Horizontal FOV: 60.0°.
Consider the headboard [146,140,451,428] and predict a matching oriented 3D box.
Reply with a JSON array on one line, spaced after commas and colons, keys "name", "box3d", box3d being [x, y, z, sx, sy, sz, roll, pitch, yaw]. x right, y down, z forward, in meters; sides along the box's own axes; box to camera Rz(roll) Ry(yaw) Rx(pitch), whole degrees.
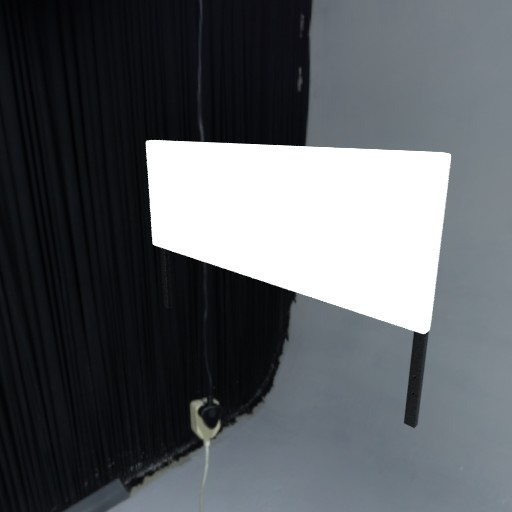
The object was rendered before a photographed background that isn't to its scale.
[{"name": "headboard", "box3d": [0.000, 0.000, 2.892, 2.362, 1.410, 0.120, 16, 23, 43]}]
